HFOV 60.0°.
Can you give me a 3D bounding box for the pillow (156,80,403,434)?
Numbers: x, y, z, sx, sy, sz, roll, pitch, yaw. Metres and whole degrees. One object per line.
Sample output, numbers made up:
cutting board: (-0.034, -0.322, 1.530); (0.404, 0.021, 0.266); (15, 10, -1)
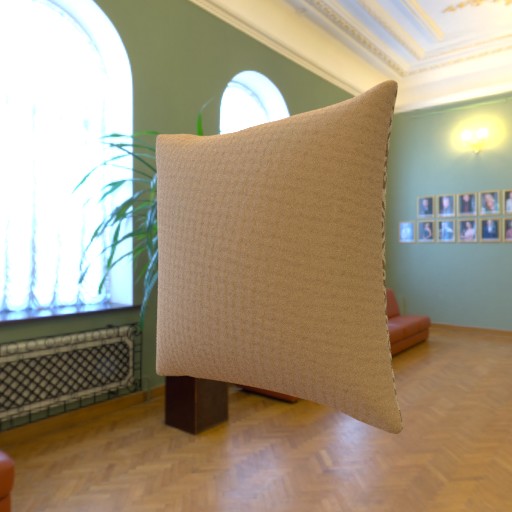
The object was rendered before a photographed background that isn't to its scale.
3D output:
pillow: (0.000, 0.000, 0.629); (0.419, 0.407, 0.173); (0, 1, 37)
